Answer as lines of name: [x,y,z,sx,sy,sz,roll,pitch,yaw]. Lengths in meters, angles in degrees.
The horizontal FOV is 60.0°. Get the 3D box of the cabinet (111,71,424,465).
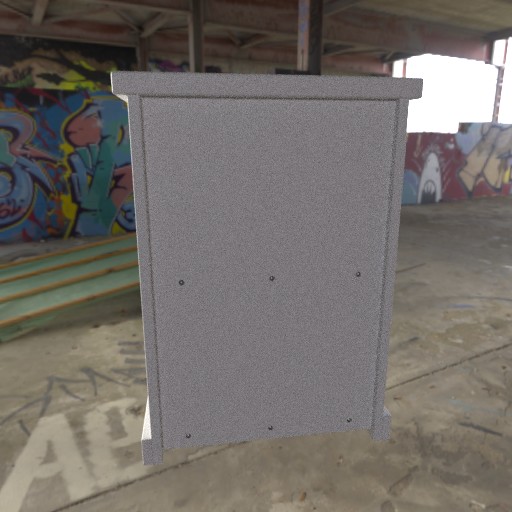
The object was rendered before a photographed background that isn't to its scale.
cabinet: [0.000,0.000,1.019,0.520,0.723,0.431,-2,15,-8]
